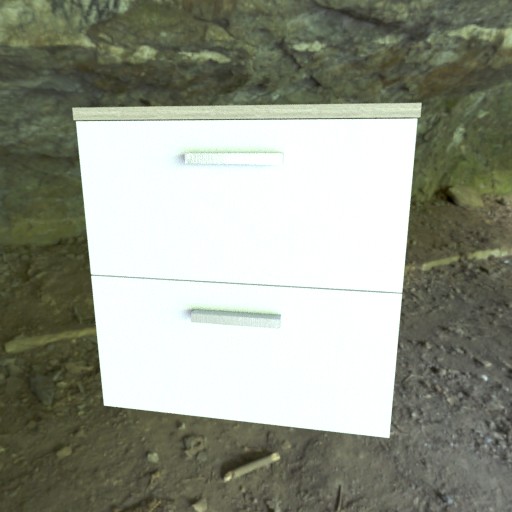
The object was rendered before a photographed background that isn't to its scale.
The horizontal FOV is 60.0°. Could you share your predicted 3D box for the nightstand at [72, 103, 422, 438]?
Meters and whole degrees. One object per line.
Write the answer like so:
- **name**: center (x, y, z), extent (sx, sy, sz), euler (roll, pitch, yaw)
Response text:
- **nightstand**: center (0.000, 0.000, 0.746), extent (0.442, 0.461, 0.325), euler (3, 15, 10)
